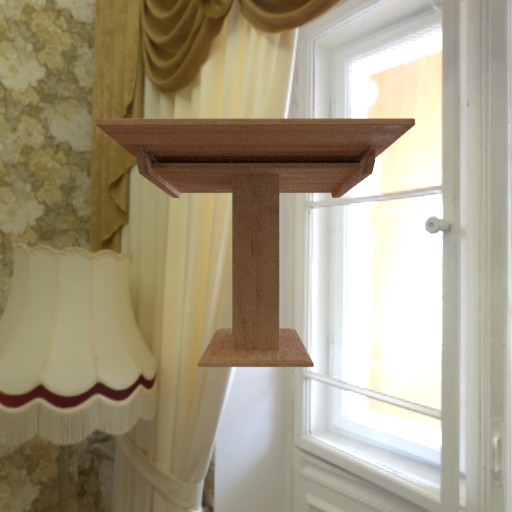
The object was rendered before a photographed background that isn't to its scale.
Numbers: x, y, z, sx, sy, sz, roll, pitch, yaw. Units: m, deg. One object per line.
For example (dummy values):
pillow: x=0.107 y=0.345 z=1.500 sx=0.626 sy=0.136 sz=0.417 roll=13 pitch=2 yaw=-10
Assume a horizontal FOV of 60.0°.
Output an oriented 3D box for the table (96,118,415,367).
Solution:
table: x=0.000 y=0.000 z=1.895 sx=0.900 sy=0.770 sz=1.300 roll=0 pitch=0 yaw=0
